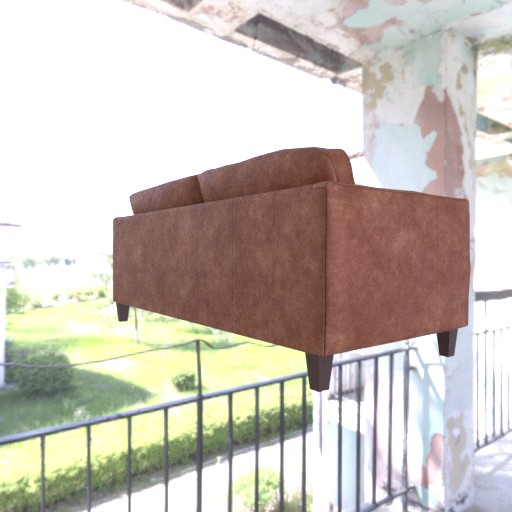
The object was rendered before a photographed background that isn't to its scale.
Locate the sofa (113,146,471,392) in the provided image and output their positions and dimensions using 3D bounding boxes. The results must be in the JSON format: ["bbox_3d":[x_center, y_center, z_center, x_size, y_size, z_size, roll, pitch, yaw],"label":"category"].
[{"bbox_3d":[0.000,0.000,2.431,0.923,0.863,1.971,-1,1,-37],"label":"sofa"}]
